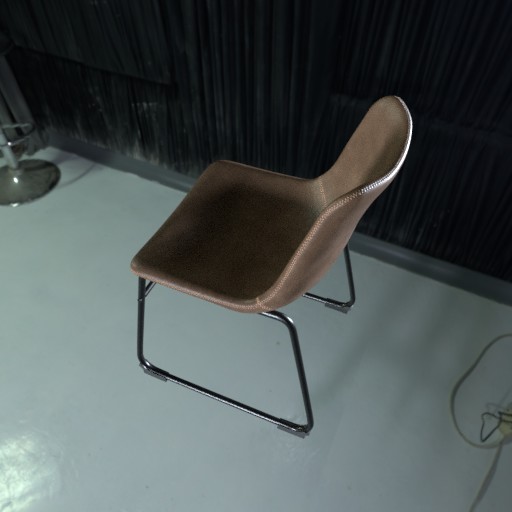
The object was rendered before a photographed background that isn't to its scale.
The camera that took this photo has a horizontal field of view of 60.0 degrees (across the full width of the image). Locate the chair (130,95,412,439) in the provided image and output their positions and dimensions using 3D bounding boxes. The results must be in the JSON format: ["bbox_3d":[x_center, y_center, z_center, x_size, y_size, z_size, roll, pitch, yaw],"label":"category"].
[{"bbox_3d":[0.000,0.000,1.093,0.551,0.780,0.460,17,50,15],"label":"chair"}]
